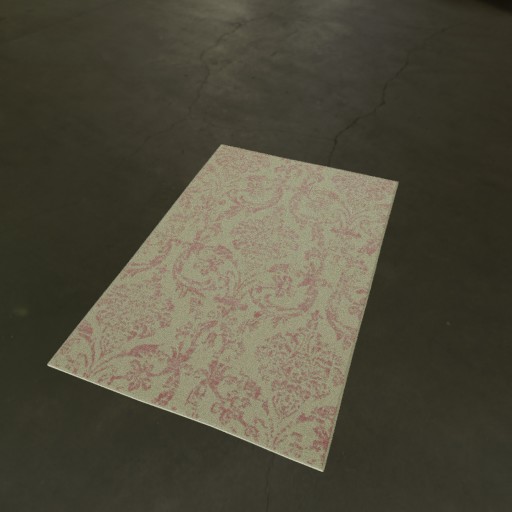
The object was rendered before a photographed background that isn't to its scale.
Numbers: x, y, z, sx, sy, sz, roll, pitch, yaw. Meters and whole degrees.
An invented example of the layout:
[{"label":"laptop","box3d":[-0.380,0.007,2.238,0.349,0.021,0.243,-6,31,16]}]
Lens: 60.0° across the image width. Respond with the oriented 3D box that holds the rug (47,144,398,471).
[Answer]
[{"label":"rug","box3d":[0.000,0.000,2.340,1.219,0.012,1.839,15,48,14]}]
